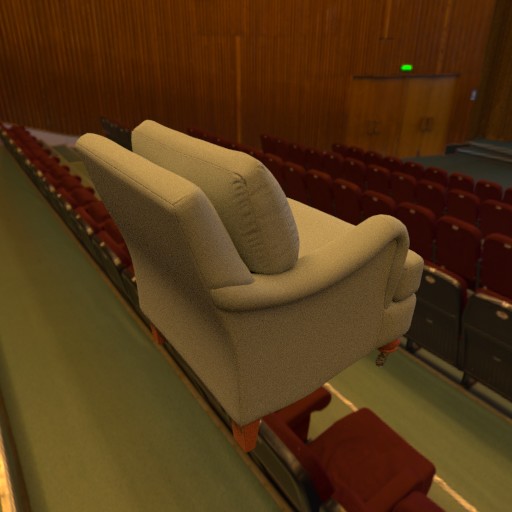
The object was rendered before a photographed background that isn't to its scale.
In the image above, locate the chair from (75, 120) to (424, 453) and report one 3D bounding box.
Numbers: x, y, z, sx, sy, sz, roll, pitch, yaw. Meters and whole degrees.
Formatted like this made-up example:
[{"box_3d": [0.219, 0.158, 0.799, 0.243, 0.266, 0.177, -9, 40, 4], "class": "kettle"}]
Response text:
[{"box_3d": [0.000, 0.000, 1.820, 1.070, 1.038, 0.955, -17, 31, -31], "class": "chair"}]
